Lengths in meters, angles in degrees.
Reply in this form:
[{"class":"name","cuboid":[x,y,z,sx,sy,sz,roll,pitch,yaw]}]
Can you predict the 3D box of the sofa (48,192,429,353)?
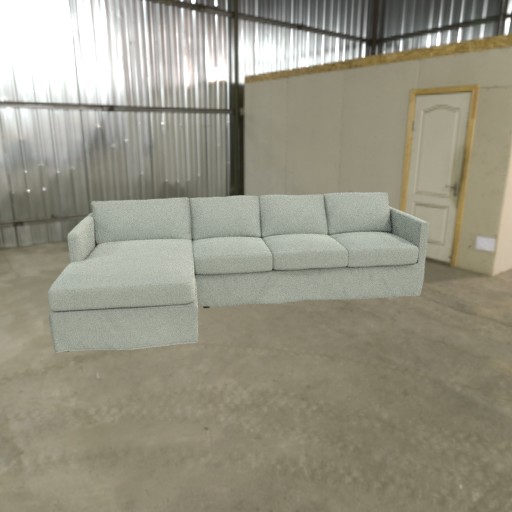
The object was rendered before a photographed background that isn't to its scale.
[{"class":"sofa","cuboid":[0.000,0.000,3.996,3.205,0.922,1.650,-2,17,-8]}]
